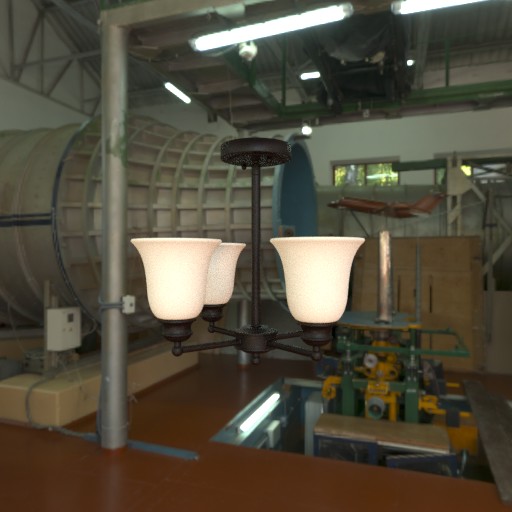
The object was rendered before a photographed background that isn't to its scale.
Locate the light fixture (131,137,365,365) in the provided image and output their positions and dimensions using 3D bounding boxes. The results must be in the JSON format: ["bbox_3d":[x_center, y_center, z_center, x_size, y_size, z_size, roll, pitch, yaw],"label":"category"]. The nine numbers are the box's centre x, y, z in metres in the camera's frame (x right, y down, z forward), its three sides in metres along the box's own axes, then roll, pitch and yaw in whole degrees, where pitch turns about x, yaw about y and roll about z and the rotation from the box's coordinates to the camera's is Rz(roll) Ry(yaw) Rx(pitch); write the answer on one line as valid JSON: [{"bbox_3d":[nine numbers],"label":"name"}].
[{"bbox_3d":[0.000,0.000,1.880,1.069,0.925,1.069,0,0,-36],"label":"light fixture"}]
